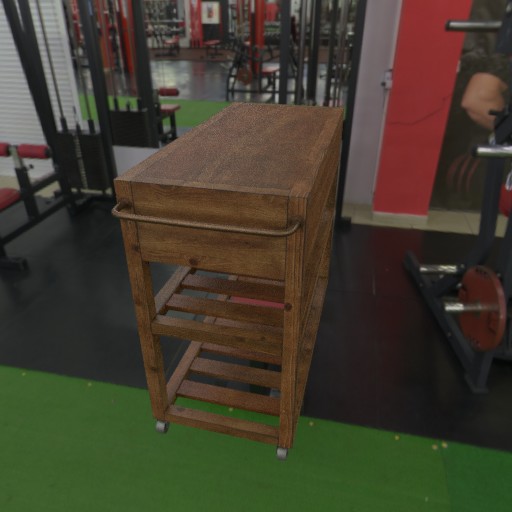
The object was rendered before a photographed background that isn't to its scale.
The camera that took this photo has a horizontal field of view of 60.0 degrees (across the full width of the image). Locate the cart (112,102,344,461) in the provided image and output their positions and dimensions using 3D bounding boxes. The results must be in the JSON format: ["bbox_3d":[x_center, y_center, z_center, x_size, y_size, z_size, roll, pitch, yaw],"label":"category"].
[{"bbox_3d":[0.000,0.000,1.517,0.445,0.830,1.065,7,30,12],"label":"cart"}]
